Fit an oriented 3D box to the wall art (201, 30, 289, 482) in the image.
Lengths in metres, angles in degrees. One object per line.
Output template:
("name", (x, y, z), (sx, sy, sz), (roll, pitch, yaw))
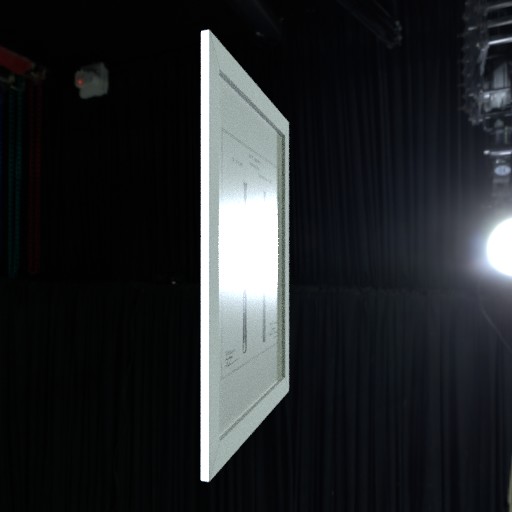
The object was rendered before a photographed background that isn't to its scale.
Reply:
("wall art", (0.000, 0.000, 0.696), (0.012, 0.529, 0.374), (0, 0, 18))
